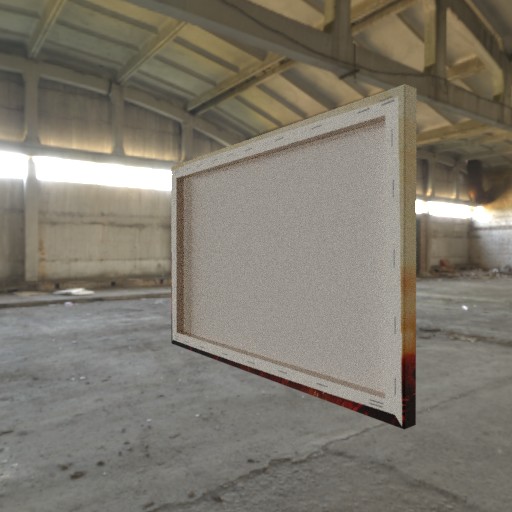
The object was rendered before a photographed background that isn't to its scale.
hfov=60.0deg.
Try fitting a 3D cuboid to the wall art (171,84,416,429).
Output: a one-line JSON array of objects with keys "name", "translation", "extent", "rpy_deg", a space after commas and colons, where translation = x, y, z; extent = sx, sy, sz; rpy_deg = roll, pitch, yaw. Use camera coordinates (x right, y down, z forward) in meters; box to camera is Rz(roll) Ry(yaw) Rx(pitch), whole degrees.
[{"name": "wall art", "translation": [0.000, 0.000, 1.149], "extent": [0.038, 0.602, 0.918], "rpy_deg": [0, 0, -37]}]
